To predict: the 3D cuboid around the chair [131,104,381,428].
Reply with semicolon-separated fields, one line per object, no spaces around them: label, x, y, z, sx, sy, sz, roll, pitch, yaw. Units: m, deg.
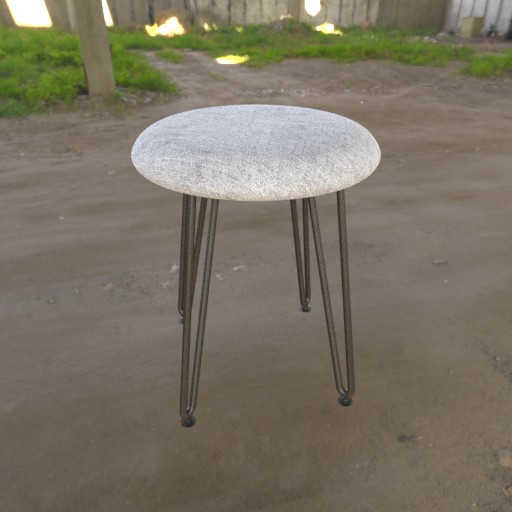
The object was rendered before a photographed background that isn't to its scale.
chair;0.000;0.000;0.644;0.350;0.386;0.350;20;35;31
